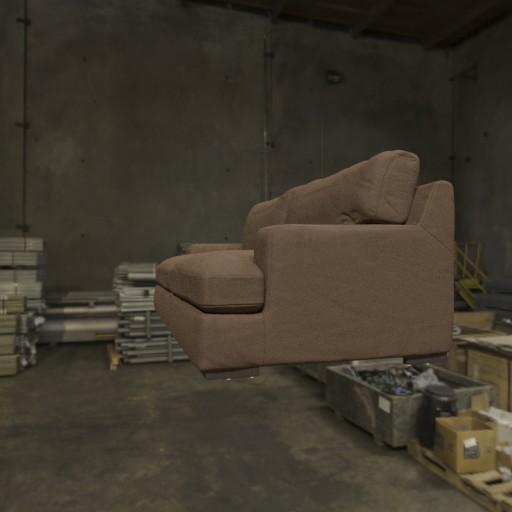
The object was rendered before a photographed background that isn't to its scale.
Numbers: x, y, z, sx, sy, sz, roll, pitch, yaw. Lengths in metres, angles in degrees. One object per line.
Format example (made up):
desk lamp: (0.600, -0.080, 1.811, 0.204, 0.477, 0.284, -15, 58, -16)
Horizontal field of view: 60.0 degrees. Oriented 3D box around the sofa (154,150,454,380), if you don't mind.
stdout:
sofa: (0.000, 0.000, 2.823, 1.140, 0.950, 2.274, 0, -1, -17)
